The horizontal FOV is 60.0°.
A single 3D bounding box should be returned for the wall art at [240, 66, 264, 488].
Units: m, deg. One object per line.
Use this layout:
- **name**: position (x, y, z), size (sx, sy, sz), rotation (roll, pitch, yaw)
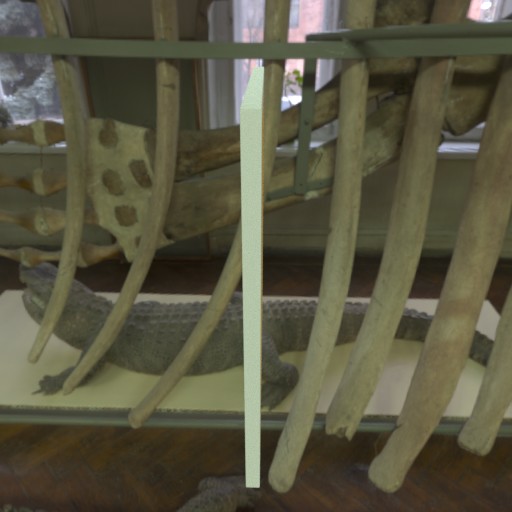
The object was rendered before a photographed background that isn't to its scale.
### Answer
- **wall art**: position (0.000, 0.000, 0.724), size (0.020, 0.536, 0.444), rotation (1, 27, 1)
